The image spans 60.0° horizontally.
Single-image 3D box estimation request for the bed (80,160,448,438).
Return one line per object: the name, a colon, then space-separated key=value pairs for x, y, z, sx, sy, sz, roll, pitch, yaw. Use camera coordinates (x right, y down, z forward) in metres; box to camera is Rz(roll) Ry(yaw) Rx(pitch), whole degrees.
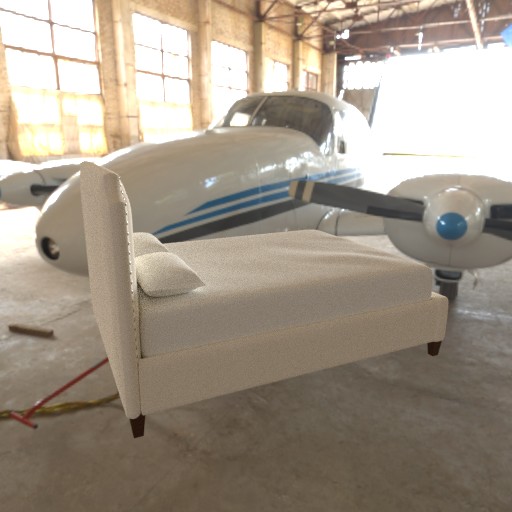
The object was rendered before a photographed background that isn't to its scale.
bed: x=0.000 y=0.000 z=3.433 sx=2.365 sy=1.443 sz=1.712 roll=-7 pitch=16 yaw=-24
